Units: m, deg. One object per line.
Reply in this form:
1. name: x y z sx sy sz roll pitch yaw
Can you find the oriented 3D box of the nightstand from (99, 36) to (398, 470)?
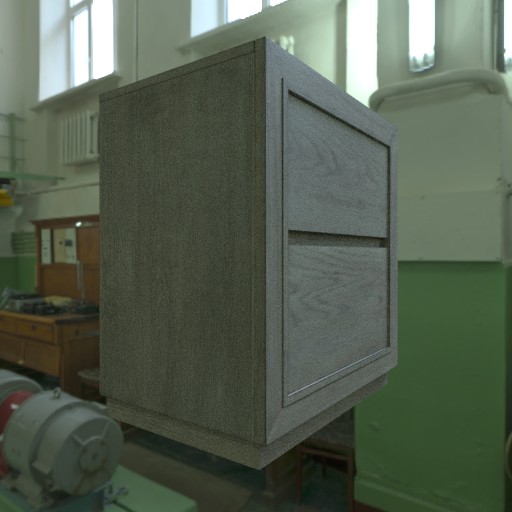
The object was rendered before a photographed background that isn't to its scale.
1. nightstand: 0.000 0.000 1.063 0.483 0.673 0.612 0 0 36
